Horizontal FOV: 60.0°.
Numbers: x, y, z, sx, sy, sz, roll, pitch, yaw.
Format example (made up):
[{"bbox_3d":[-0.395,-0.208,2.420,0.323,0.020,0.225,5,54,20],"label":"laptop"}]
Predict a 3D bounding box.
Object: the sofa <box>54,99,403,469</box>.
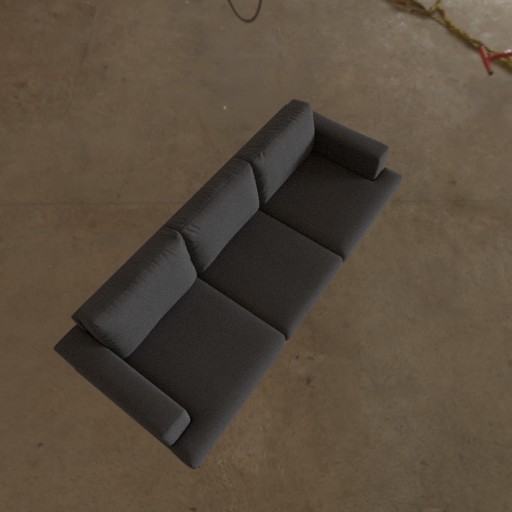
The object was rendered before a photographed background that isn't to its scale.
[{"bbox_3d":[0.000,0.000,2.752,0.920,0.810,2.310,32,64,18],"label":"sofa"}]
